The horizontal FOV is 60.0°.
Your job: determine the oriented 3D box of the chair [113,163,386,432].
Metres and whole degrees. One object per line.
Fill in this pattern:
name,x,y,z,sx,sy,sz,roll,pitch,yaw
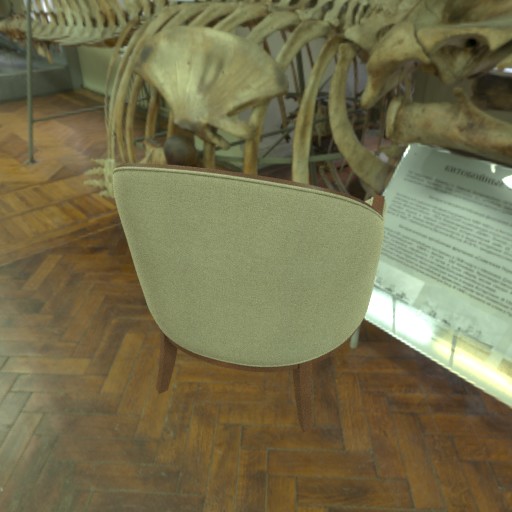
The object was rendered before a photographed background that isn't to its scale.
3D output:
chair,0.000,0.000,1.506,0.803,0.876,0.735,9,33,15
